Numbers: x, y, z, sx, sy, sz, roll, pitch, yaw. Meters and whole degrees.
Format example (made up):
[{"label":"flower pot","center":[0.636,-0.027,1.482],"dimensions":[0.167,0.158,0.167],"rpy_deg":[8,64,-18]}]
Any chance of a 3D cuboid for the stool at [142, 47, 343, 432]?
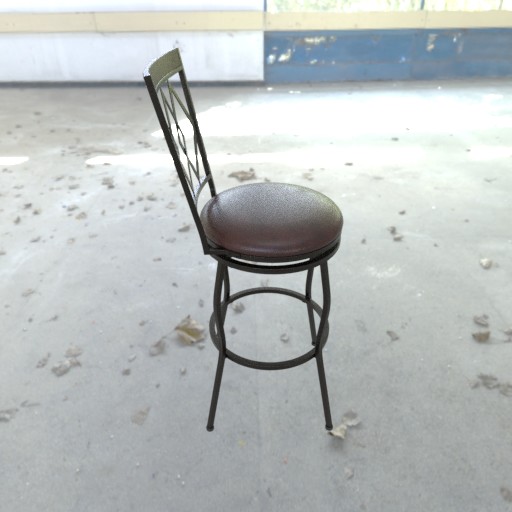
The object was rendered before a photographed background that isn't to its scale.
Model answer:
[{"label":"stool","center":[0.000,0.000,1.379],"dimensions":[0.521,1.134,0.432],"rpy_deg":[0,32,0]}]
